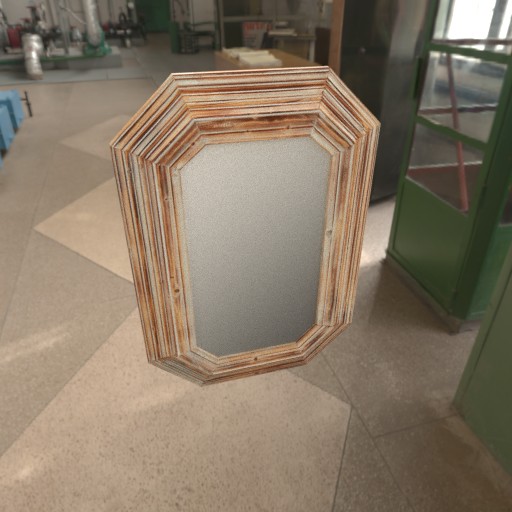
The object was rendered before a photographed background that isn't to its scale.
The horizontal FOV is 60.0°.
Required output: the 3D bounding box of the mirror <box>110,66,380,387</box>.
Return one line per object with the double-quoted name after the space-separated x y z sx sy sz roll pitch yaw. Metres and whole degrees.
0.000 0.000 1.304 0.709 1.015 0.061 -8 33 -13 "mirror"
